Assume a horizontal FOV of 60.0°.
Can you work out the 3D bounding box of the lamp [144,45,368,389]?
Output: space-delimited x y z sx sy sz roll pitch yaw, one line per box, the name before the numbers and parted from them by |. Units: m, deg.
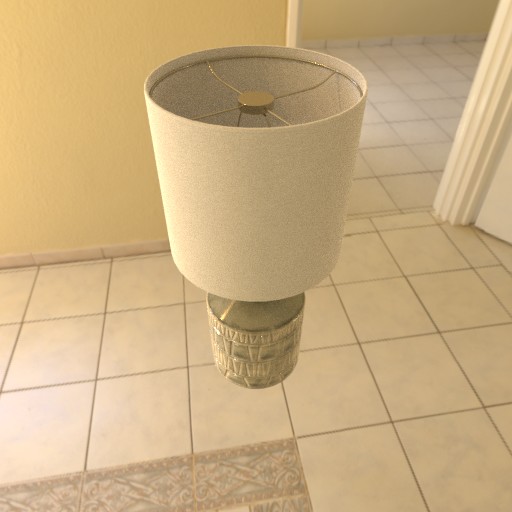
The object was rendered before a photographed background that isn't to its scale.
lamp | 0.000 0.000 0.576 0.211 0.455 0.211 -13 43 -14
